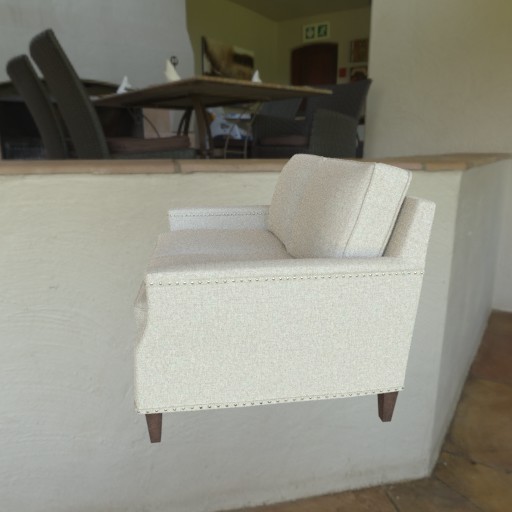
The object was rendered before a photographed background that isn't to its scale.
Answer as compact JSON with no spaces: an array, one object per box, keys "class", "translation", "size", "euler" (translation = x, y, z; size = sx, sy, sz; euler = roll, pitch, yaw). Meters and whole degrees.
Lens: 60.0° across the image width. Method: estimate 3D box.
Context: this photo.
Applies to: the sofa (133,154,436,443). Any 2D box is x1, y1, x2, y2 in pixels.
[{"class":"sofa","translation":[0.000,0.000,2.271],"size":[1.084,1.003,1.597],"euler":[-2,14,-8]}]
